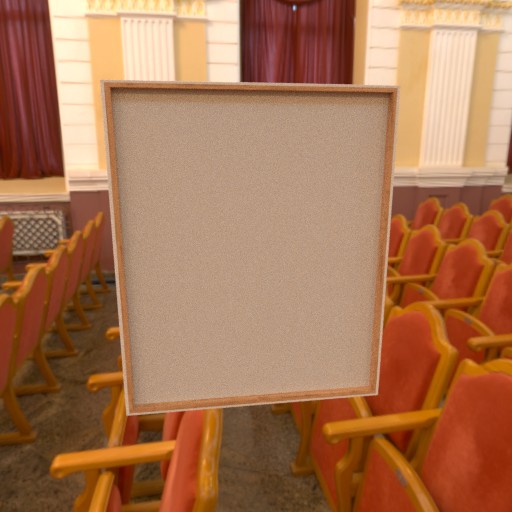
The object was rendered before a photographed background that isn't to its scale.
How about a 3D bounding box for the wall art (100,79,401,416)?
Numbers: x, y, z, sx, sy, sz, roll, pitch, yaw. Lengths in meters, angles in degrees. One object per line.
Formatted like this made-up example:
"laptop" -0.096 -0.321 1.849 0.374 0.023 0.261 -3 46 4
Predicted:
"wall art" 0.000 0.000 0.831 0.508 0.606 0.037 -2 14 -8
